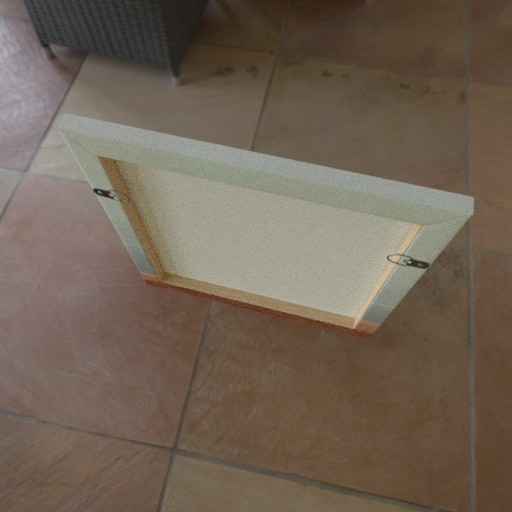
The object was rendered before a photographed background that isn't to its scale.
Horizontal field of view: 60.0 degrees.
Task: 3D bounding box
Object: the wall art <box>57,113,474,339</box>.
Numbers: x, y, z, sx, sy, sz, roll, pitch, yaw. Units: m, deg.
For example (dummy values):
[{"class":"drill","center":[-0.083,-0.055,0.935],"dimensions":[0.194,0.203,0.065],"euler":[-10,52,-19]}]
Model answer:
[{"class":"wall art","center":[0.000,0.000,0.603],"dimensions":[0.405,0.405,0.023],"euler":[13,64,6]}]
